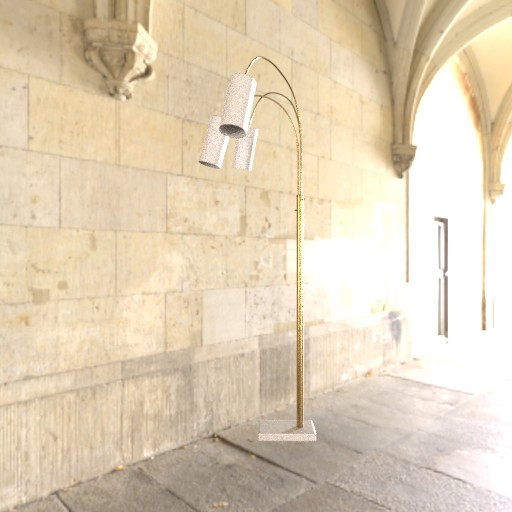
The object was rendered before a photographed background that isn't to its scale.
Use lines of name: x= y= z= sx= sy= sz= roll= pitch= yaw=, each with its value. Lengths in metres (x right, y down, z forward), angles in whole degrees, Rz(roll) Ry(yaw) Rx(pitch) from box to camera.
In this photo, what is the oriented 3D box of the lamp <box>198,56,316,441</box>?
lamp: x=0.000 y=0.000 z=2.548 sx=0.667 sy=2.055 sz=1.020 roll=0 pitch=0 yaw=1
